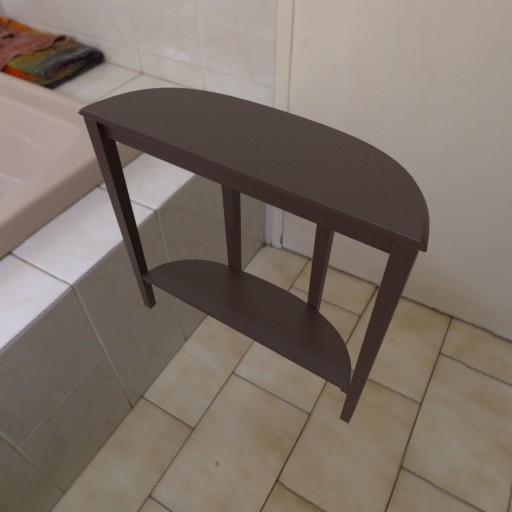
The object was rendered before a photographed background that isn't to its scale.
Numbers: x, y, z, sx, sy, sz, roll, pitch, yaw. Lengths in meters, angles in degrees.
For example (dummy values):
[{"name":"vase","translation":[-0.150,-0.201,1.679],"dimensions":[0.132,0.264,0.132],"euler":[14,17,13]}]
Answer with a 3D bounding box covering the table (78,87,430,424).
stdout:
[{"name":"table","translation":[0.000,0.000,1.339],"dimensions":[0.909,0.831,0.274],"euler":[25,52,22]}]
